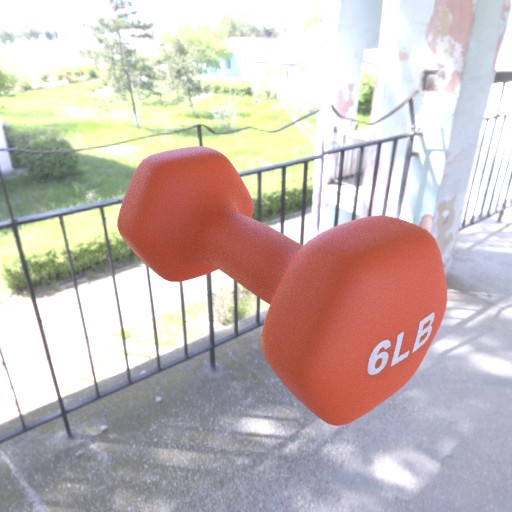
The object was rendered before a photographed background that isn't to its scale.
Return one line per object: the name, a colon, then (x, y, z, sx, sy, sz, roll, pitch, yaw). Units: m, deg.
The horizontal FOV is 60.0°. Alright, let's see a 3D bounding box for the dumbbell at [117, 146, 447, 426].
dumbbell: (0.000, 0.000, 0.204, 0.079, 0.071, 0.162, -19, 33, -32)
